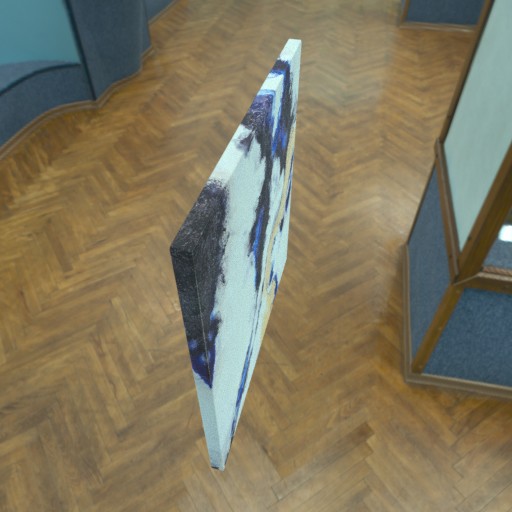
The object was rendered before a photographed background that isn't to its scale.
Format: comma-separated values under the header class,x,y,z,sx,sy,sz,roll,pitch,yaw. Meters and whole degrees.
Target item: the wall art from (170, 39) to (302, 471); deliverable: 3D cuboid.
class,x,y,z,sx,sy,sz,roll,pitch,yaw
wall art,0.000,0.000,1.268,0.038,0.885,0.887,10,46,10
